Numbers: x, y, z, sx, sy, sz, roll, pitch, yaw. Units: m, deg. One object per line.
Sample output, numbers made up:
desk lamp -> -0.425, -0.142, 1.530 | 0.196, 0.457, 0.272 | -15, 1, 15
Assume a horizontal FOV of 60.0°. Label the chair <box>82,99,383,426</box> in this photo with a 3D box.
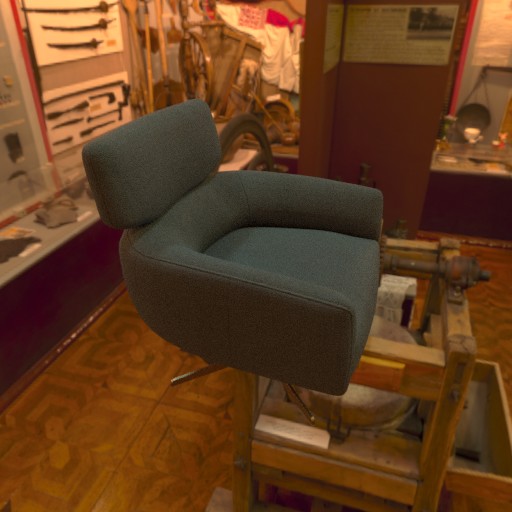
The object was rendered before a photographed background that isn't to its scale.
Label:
chair -> 0.000, 0.000, 1.384 | 0.761, 0.813, 0.738 | 10, 31, 16
